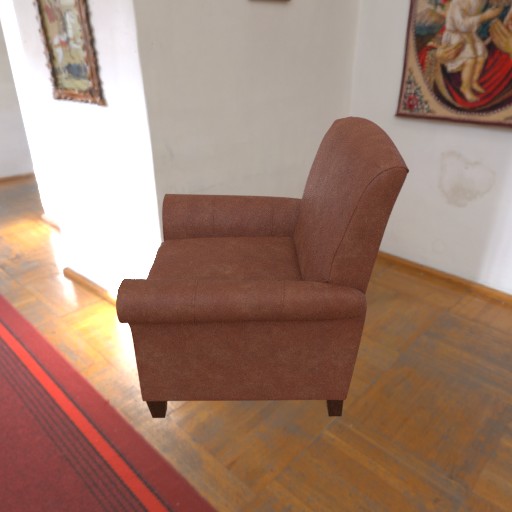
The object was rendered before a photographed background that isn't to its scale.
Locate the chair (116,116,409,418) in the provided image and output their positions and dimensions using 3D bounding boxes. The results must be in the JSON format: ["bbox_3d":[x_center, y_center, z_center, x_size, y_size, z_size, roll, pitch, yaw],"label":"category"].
[{"bbox_3d":[0.000,0.000,1.815,0.902,1.061,0.978,0,27,-1],"label":"chair"}]
